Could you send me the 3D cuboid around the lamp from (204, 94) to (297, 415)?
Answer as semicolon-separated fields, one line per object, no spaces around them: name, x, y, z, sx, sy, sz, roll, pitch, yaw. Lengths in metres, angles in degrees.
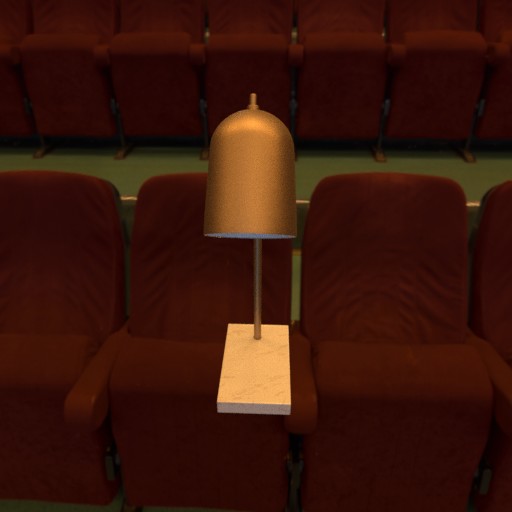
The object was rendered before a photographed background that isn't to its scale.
lamp;0.000;0.000;0.812;0.144;0.603;0.471;1;31;2
